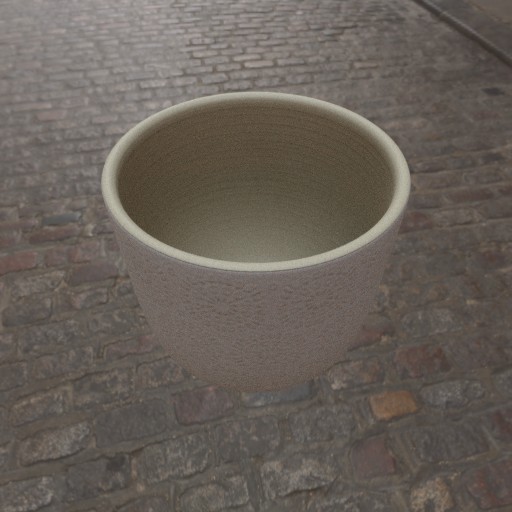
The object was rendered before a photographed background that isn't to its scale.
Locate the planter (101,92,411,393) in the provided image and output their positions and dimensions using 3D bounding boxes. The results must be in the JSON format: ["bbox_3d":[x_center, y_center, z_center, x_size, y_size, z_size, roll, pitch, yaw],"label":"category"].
[{"bbox_3d":[0.000,0.000,0.373,0.208,0.190,0.208,0,46,0],"label":"planter"}]
